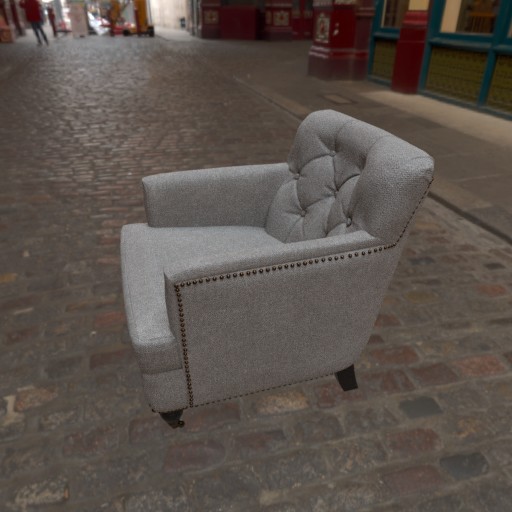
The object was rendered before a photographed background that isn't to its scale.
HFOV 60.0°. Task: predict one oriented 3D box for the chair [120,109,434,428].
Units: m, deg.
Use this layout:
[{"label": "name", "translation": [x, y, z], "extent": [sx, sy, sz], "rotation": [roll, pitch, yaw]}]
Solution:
[{"label": "chair", "translation": [0.000, 0.000, 1.530], "extent": [0.902, 0.823, 0.737], "rotation": [-9, 31, -15]}]
